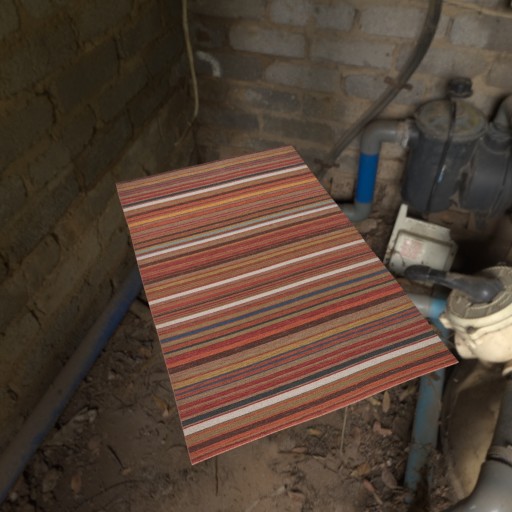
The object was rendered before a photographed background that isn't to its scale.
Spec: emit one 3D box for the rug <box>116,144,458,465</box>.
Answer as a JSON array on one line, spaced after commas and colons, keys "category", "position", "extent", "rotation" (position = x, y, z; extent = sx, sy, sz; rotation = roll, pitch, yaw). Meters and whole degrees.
[{"category": "rug", "position": [0.000, 0.000, 2.386], "extent": [1.217, 0.007, 1.828], "rotation": [-16, 49, -14]}]
